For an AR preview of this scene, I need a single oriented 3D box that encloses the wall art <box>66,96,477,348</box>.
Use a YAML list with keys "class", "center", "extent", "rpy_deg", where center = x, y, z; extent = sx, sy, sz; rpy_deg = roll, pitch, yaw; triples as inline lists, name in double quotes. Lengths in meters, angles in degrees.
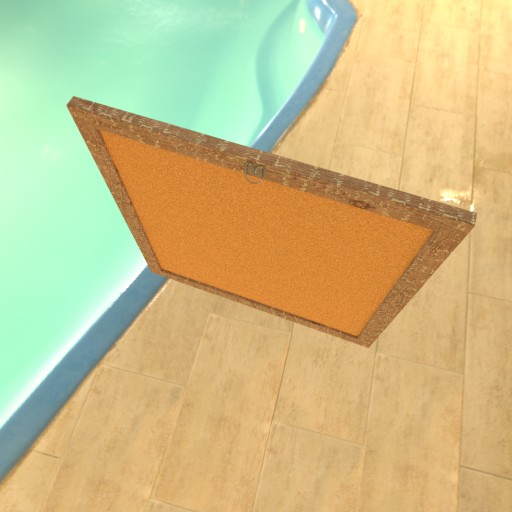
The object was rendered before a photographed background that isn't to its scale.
- class: "wall art"
  center: [0.000, 0.000, 0.559]
  extent: [0.380, 0.380, 0.022]
  rpy_deg: [18, 65, 9]
